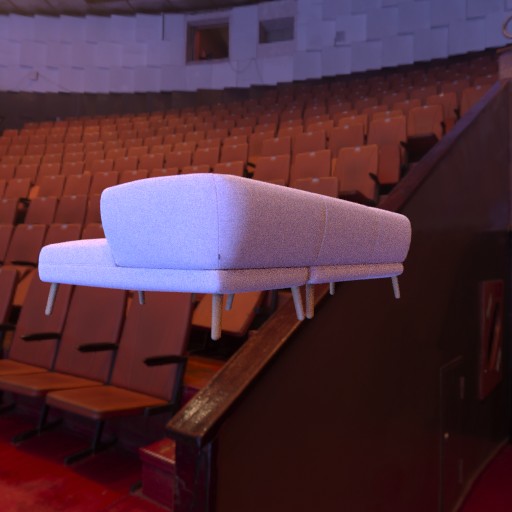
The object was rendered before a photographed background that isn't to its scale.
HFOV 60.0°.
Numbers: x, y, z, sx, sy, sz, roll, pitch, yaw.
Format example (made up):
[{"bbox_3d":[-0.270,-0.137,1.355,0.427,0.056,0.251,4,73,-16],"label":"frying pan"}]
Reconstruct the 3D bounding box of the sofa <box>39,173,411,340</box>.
[{"bbox_3d":[0.000,0.000,3.300,1.610,0.730,2.660,0,0,36],"label":"sofa"}]
